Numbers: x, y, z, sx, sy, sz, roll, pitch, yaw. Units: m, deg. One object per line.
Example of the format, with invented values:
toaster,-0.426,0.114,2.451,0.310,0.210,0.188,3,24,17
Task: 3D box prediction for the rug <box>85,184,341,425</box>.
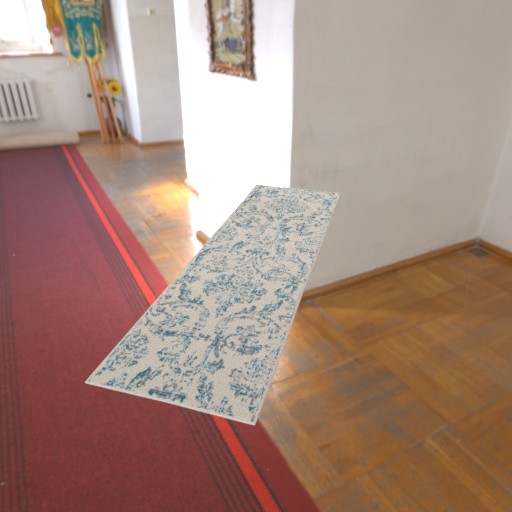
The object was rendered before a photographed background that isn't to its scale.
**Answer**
rug,0.000,0.000,2.473,0.662,0.011,2.196,8,30,15
